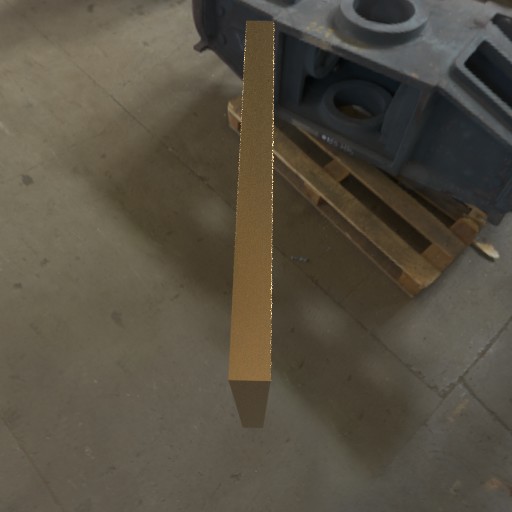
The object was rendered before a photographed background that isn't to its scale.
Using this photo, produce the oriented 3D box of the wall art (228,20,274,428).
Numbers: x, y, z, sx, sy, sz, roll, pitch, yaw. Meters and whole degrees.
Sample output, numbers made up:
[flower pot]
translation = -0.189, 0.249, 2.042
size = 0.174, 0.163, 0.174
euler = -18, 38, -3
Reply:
[wall art]
translation = 0.000, 0.000, 0.758
size = 0.040, 0.509, 0.509
euler = 1, 64, 1
